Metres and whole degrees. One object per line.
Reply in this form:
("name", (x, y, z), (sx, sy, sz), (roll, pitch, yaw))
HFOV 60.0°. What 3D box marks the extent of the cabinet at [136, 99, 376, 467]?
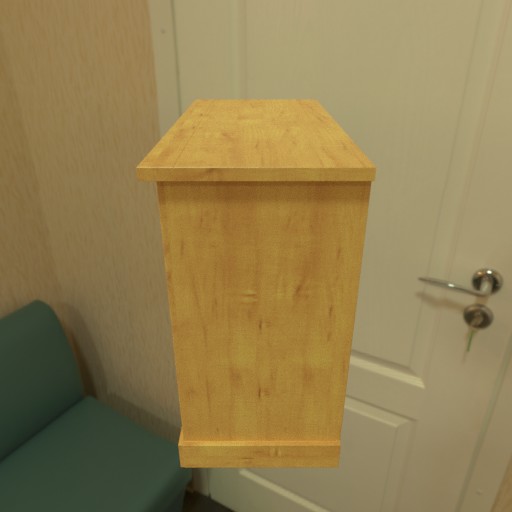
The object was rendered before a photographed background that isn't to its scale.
("cabinet", (0.000, 0.000, 1.429), (0.450, 0.840, 0.920), (0, 27, 0))
